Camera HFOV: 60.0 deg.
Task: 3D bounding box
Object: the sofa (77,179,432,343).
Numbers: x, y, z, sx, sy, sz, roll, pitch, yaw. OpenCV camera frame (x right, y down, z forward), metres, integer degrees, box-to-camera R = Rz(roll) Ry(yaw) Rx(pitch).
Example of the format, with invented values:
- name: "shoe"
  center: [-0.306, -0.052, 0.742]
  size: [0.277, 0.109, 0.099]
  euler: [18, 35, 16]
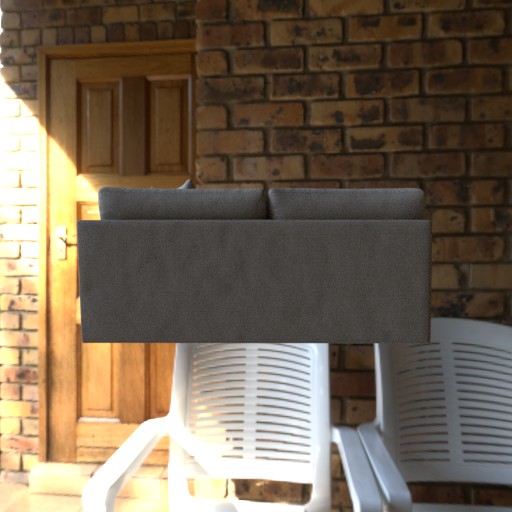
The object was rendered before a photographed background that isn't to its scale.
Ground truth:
- name: "sofa"
  center: [0.000, 0.000, 3.895]
  size: [1.994, 0.978, 2.896]
  euler: [0, 0, 0]
